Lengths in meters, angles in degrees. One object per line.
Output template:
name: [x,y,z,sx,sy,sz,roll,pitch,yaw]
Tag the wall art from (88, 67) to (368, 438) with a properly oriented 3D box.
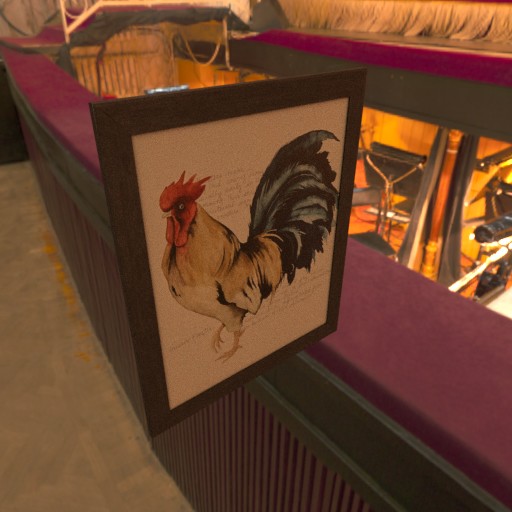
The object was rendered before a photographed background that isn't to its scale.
wall art: [0.000,0.000,0.770,0.476,0.570,0.013,-22,37,-32]
